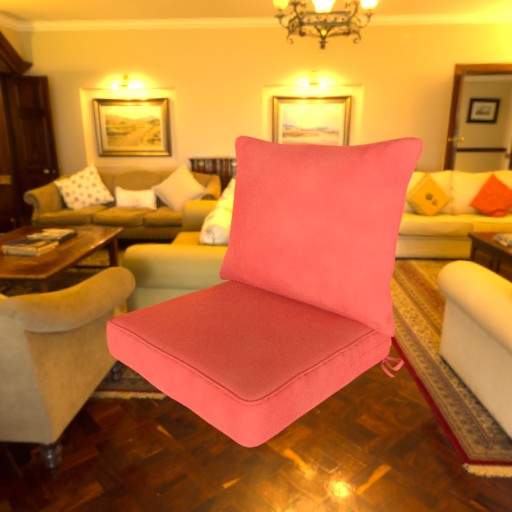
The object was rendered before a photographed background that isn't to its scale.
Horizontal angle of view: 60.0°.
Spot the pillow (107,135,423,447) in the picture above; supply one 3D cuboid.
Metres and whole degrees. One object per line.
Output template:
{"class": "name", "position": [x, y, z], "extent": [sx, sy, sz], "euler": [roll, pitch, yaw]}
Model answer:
{"class": "pillow", "position": [0.000, 0.000, 1.395], "extent": [0.798, 0.725, 0.733], "euler": [15, 22, 42]}
